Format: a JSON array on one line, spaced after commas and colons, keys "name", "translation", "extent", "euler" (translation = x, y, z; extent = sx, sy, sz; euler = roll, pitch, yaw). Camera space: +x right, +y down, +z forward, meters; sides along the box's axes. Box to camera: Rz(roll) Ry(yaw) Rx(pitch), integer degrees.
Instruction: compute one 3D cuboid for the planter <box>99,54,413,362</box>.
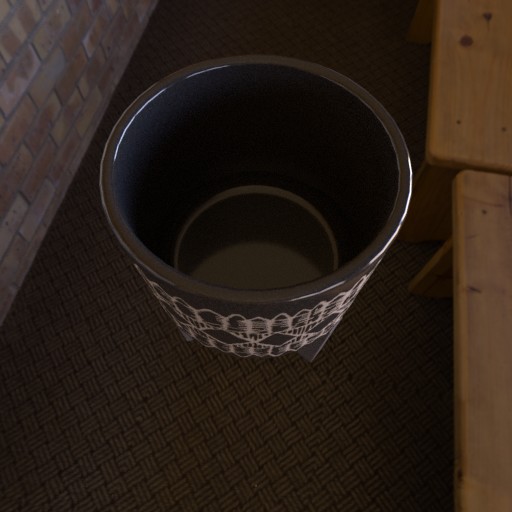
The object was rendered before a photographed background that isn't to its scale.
[{"name": "planter", "translation": [0.000, 0.000, 0.262], "extent": [0.129, 0.177, 0.129], "euler": [0, 63, 0]}]
